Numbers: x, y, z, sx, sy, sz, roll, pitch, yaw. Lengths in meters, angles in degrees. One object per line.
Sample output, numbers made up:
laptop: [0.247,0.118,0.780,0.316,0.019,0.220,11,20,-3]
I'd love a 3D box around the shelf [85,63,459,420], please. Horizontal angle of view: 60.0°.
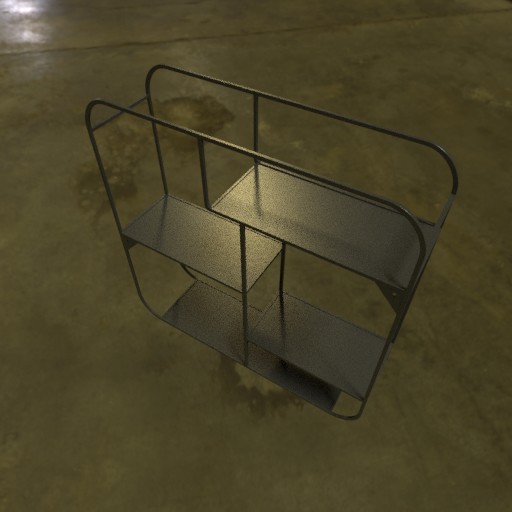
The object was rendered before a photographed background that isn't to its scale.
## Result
shelf: [0.000,0.000,0.886,0.600,0.600,0.160,24,51,21]
